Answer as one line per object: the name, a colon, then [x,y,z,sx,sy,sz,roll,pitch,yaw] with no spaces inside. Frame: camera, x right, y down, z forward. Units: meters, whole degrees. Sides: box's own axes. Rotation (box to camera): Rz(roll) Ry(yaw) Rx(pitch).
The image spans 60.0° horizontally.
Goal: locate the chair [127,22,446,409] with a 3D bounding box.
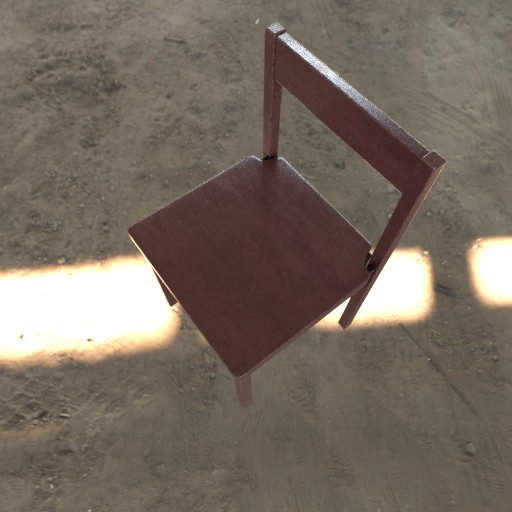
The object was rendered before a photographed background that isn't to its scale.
chair: [0.000,0.000,0.889,0.361,0.668,0.367,-34,68,-16]
